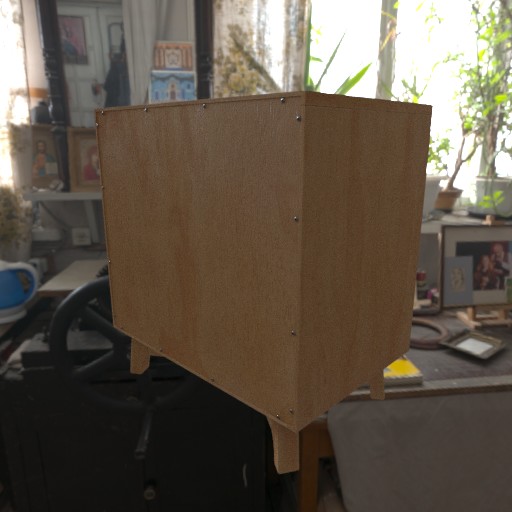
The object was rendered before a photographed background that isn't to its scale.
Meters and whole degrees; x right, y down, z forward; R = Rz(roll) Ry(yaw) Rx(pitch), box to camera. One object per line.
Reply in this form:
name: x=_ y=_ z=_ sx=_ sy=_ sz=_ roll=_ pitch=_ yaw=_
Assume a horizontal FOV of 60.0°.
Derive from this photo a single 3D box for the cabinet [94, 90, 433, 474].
cabinet: x=0.000 y=0.000 z=0.941 sx=0.551 sy=0.599 sz=0.394 roll=14 pitch=21 yaw=42
